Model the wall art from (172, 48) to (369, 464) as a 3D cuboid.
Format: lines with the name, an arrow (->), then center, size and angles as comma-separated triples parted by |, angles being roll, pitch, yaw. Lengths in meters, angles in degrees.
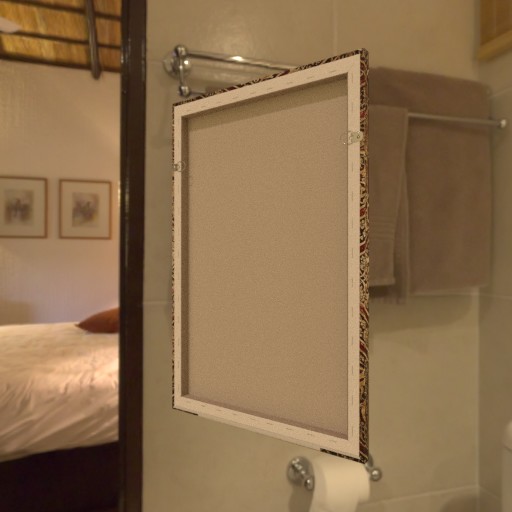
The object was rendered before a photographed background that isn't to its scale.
wall art -> 0.000, 0.000, 0.761 | 0.397, 0.599, 0.020 | 0, 0, 36
